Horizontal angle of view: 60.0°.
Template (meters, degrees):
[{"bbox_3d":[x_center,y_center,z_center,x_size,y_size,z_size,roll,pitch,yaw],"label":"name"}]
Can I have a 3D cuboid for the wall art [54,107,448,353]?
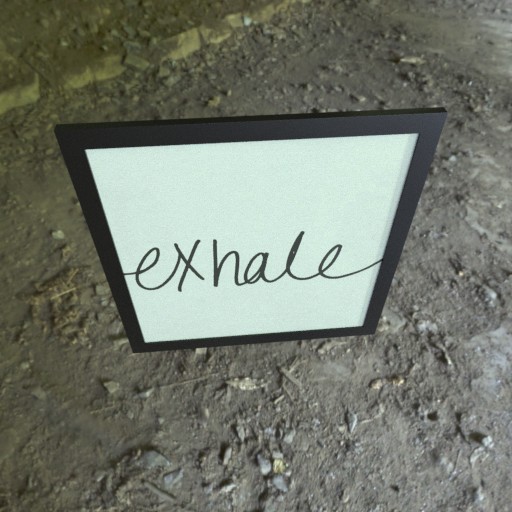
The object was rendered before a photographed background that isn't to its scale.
[{"bbox_3d":[0.000,0.000,0.661,0.446,0.445,0.014,-4,45,-4],"label":"wall art"}]
